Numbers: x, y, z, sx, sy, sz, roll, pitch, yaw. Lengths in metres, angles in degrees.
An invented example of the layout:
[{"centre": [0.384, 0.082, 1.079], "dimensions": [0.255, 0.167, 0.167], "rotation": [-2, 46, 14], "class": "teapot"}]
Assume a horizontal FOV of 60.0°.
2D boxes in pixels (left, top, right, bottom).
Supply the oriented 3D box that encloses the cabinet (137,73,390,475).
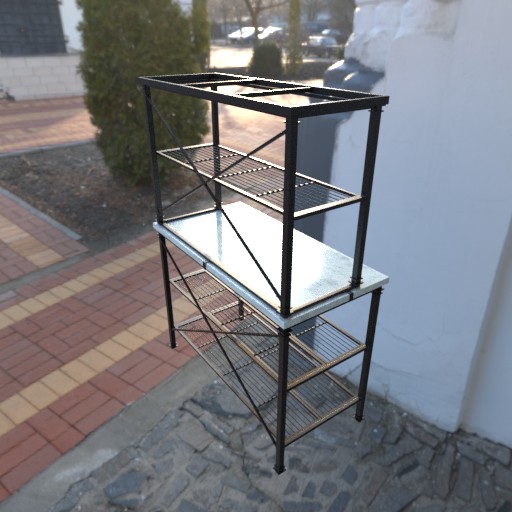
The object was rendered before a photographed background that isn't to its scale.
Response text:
[{"centre": [0.000, 0.000, 2.281], "dimensions": [0.610, 1.659, 1.210], "rotation": [-18, 32, -31], "class": "cabinet"}]
